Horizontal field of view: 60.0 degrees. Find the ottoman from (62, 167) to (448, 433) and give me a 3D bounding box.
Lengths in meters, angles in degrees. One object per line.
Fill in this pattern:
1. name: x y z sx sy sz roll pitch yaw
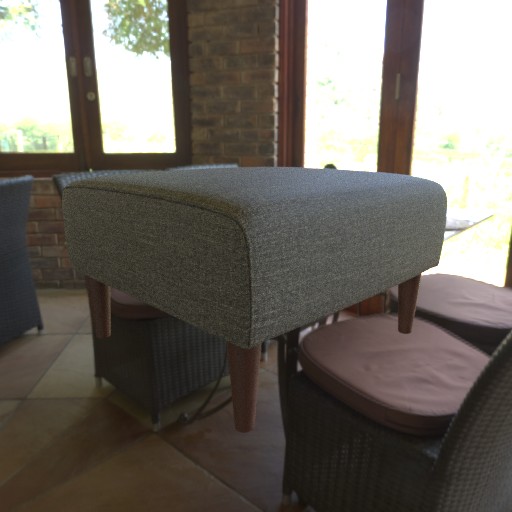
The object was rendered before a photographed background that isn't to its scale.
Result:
1. ottoman: 0.000 0.000 1.052 0.655 0.399 0.648 -14 20 -43
